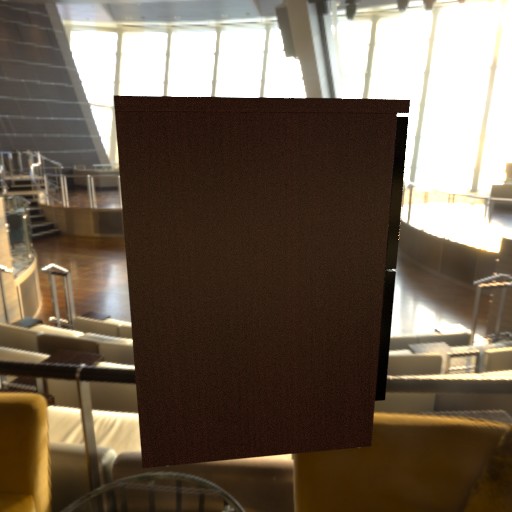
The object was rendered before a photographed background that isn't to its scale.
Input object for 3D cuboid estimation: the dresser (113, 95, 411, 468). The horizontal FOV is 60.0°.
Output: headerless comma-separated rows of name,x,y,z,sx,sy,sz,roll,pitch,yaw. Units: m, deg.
dresser,0.000,0.000,0.745,0.360,0.470,0.400,-2,15,-8
